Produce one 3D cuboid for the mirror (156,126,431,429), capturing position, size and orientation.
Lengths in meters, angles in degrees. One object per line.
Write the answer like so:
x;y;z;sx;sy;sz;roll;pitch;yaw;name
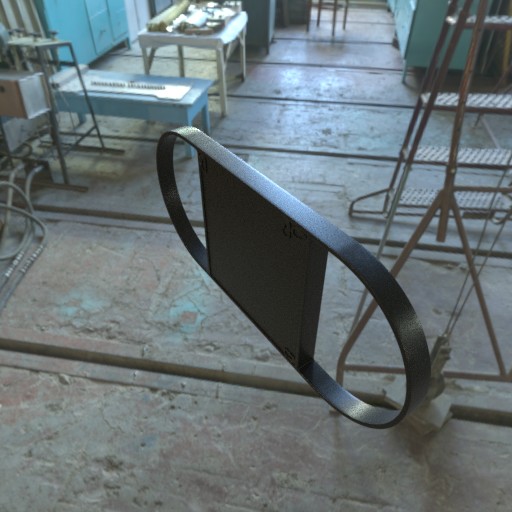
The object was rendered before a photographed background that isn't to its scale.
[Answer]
0.000;0.000;0.646;0.032;0.254;0.584;-25;46;-26;mirror
